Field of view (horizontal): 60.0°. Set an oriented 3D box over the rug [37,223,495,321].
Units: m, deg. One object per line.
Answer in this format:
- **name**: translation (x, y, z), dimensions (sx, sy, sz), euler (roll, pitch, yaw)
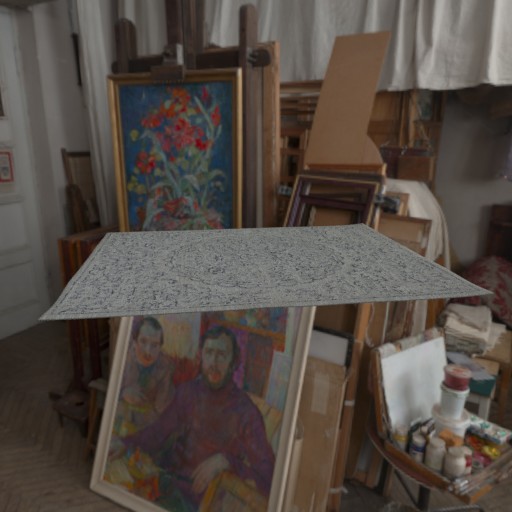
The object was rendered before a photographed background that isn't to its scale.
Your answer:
- **rug**: translation (0.000, 0.000, 3.898), dimensions (2.925, 0.026, 2.343), euler (-2, 16, -8)
